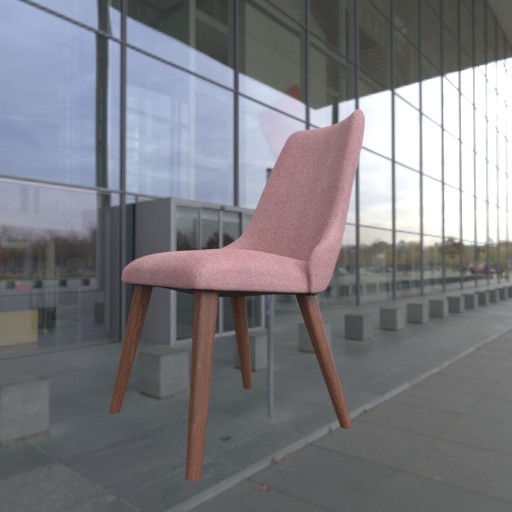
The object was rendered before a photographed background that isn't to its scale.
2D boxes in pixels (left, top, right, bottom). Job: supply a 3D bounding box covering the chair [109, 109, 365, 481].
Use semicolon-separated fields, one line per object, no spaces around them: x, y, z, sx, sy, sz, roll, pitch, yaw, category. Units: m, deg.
0.000;0.000;1.308;0.707;0.918;0.535;1;-1;-35;chair
